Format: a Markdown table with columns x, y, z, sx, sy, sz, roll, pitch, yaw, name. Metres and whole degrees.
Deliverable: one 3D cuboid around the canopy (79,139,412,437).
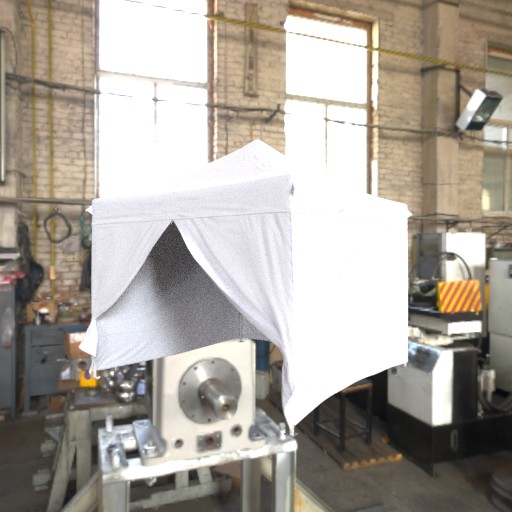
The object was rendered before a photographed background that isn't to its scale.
| x | y | z | sx | sy | sz | roll | pitch | yaw | name |
| --- | --- | --- | --- | --- | --- | --- | --- | --- | --- |
| 0.000 | 0.000 | 5.639 | 3.043 | 2.997 | 3.121 | 0 | 0 | 37 | canopy |
